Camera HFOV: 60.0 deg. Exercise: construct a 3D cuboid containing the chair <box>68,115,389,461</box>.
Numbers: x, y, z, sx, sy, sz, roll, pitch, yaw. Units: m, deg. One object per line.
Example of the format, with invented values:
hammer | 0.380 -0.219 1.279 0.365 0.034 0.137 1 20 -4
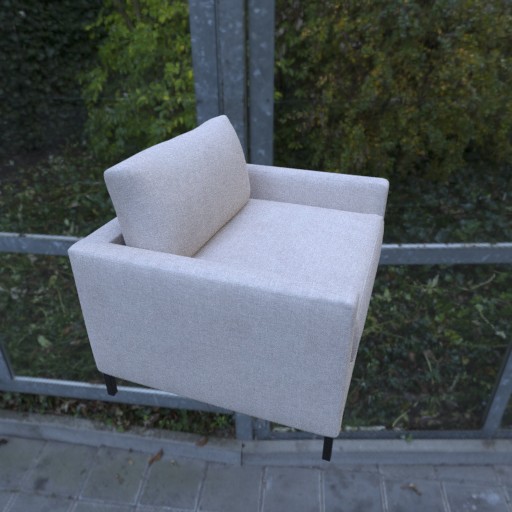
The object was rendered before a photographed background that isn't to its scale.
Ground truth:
chair | 0.000 0.000 1.650 0.866 0.861 0.963 10 31 17
